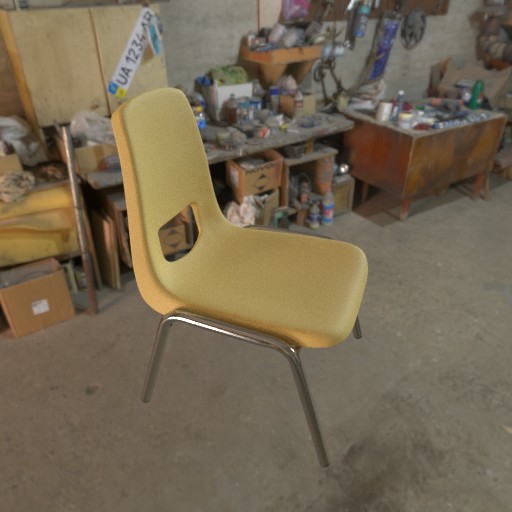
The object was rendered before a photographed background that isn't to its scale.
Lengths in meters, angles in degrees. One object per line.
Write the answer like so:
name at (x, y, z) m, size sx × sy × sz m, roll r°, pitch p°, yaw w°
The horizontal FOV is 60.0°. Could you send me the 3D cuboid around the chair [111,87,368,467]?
chair at (0.000, 0.000, 0.787) m, size 0.385 × 0.536 × 0.354 m, roll 11°, pitch 32°, yaw 18°
